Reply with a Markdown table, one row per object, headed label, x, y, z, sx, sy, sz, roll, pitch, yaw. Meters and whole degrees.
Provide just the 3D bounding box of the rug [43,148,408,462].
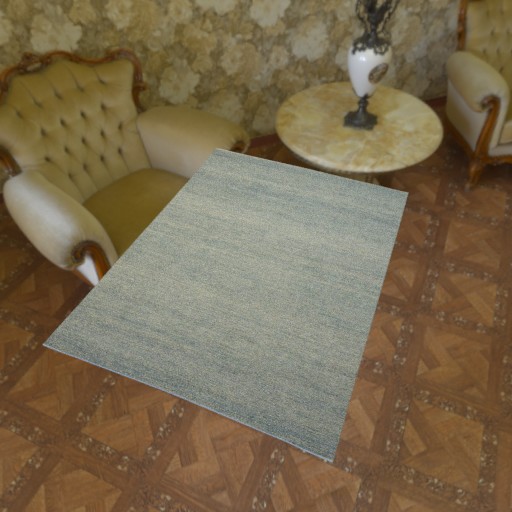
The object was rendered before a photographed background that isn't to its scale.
| label | x | y | z | sx | sy | sz | roll | pitch | yaw |
| --- | --- | --- | --- | --- | --- | --- | --- | --- | --- |
| rug | 0.000 | 0.000 | 4.357 | 2.461 | 0.046 | 3.237 | 17 | 48 | 16 |
